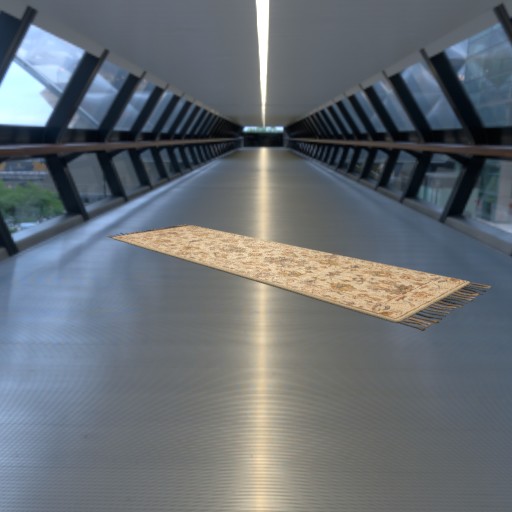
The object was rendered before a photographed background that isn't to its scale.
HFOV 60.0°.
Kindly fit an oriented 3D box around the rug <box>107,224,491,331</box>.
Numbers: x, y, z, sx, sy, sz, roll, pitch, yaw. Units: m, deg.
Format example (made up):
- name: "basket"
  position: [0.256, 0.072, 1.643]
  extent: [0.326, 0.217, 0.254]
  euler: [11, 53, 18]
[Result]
- name: "rug"
  position: [0.000, 0.000, 2.669]
  extent: [0.729, 0.021, 2.438]
  euler: [-13, 19, -43]
